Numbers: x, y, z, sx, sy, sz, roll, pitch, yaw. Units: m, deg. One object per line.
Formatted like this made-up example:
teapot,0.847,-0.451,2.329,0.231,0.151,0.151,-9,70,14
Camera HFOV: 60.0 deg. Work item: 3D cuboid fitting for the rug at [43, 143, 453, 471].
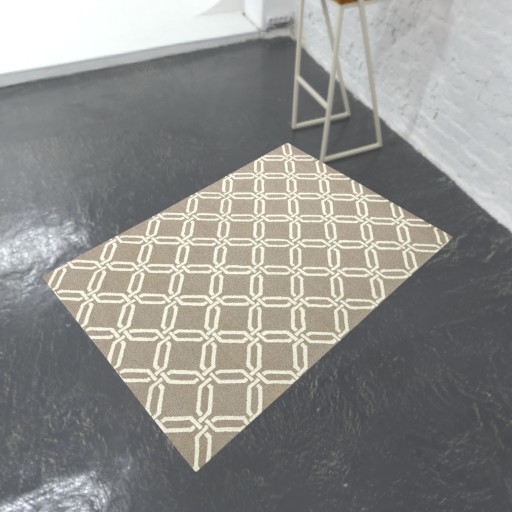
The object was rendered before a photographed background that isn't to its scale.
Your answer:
rug,0.000,0.000,4.483,3.419,0.020,2.441,-34,56,-28
